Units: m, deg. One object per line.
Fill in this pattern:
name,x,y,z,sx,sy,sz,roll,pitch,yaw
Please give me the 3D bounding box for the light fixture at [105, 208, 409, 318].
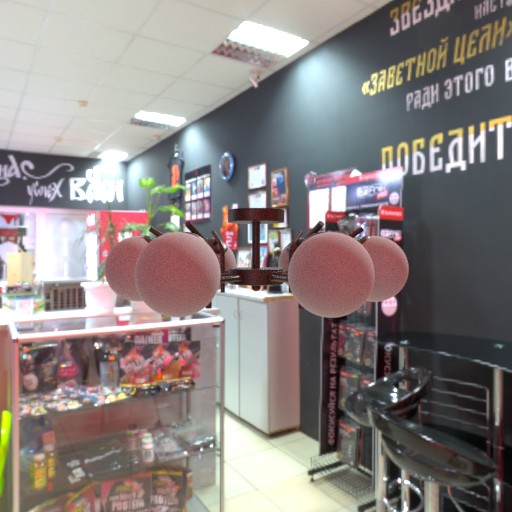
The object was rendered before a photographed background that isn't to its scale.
light fixture,0.000,0.000,0.977,0.662,0.201,0.662,0,1,0
